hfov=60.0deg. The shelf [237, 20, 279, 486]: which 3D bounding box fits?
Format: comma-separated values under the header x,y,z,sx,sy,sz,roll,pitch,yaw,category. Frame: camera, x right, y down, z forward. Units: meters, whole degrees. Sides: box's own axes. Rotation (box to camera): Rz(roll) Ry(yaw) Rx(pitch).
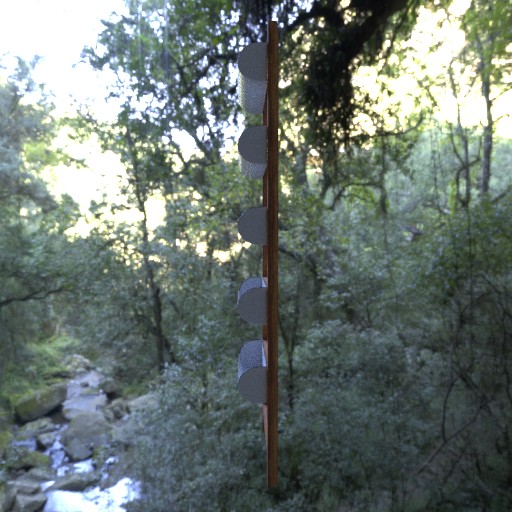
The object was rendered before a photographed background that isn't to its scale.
x,y,z,sx,sy,sz,roll,pitch,yaw,category
0.000,0.000,1.745,0.141,1.600,0.454,0,3,-2,shelf
